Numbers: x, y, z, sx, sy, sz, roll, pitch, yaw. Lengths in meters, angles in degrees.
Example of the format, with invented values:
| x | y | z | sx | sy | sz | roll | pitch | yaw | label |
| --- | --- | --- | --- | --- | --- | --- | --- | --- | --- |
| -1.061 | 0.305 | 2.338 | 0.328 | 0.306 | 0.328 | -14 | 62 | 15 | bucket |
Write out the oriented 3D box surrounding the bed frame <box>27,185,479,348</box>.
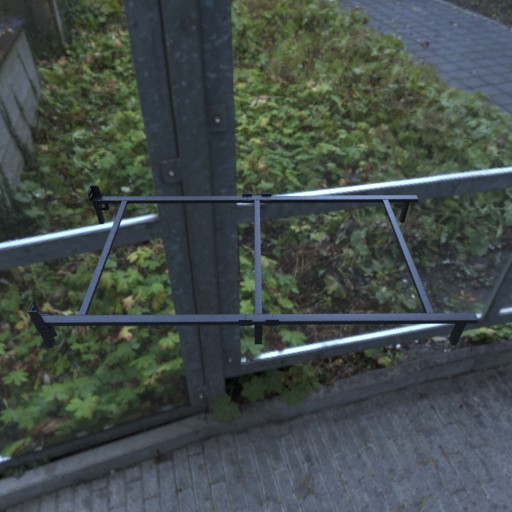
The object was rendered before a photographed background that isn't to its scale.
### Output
| x | y | z | sx | sy | sz | roll | pitch | yaw | label |
| --- | --- | --- | --- | --- | --- | --- | --- | --- | --- |
| 0.000 | 0.000 | 2.277 | 1.897 | 0.248 | 0.968 | 0 | 41 | 0 | bed frame |
